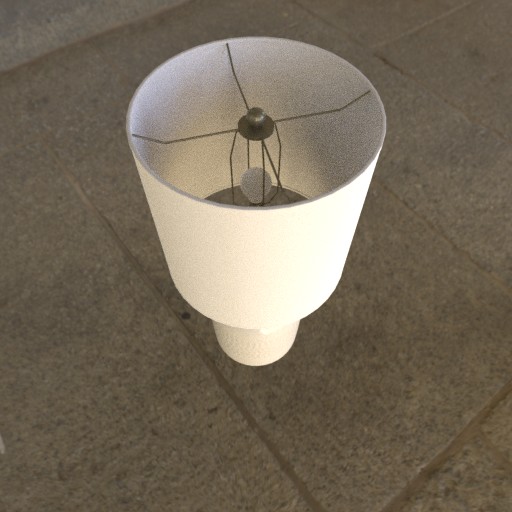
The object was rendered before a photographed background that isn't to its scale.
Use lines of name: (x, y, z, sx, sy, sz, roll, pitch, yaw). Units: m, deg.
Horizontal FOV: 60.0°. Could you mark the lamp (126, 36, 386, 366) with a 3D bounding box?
lamp: (0.000, 0.000, 0.487, 0.188, 0.392, 0.188, 20, 59, 12)
